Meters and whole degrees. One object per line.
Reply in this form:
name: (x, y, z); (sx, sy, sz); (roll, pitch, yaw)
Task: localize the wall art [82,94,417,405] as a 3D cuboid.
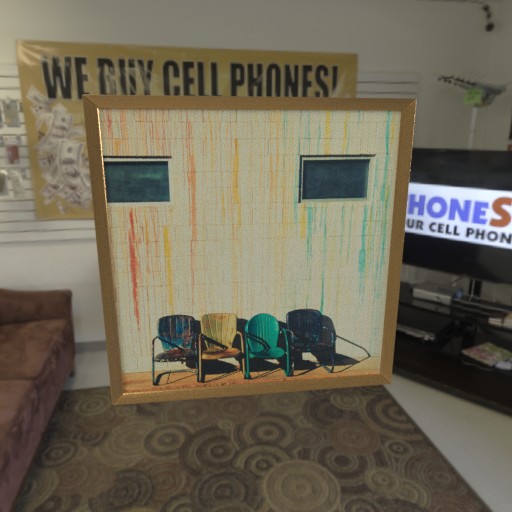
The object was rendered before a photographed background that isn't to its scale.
wall art: (0.000, 0.000, 0.748); (0.505, 0.505, 0.037); (-2, 15, -7)
